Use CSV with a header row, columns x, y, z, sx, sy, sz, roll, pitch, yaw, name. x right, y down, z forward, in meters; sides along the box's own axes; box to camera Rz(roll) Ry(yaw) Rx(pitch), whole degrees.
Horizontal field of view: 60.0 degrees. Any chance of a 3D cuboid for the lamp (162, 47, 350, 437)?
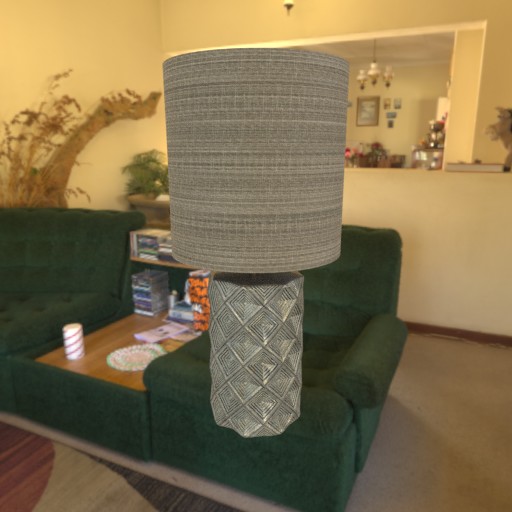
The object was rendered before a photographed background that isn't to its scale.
x,y,z,sx,sy,sz,roll,pitch,yaw,name
0.000,0.000,0.715,0.269,0.566,0.268,2,14,7,lamp
